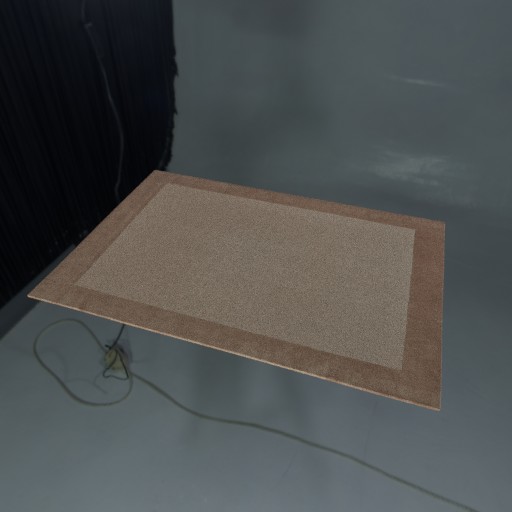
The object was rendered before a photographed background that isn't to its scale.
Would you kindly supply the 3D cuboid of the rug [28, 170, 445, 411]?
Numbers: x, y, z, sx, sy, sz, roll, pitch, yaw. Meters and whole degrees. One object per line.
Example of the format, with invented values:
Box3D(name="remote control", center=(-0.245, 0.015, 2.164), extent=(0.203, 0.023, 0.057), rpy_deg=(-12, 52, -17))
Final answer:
Box3D(name="rug", center=(0.000, 0.000, 2.274), extent=(1.829, 0.014, 1.219), rpy_deg=(12, 42, 14))
